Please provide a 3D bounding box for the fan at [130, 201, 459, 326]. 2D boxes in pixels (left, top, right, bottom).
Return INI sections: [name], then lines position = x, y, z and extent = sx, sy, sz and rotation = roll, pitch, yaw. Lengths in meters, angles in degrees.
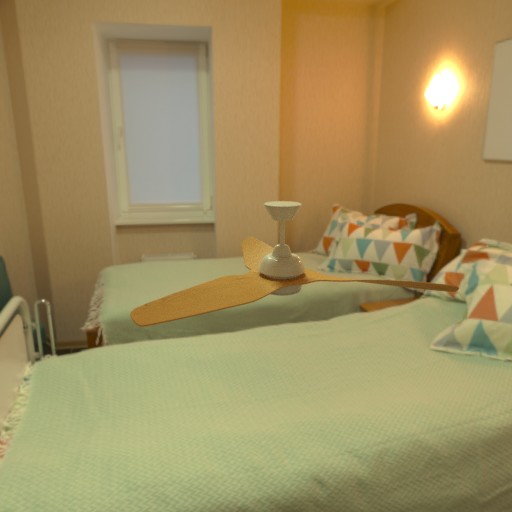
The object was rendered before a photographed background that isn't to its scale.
[fan]
position = 0.000, 0.000, 1.633
extent = 1.142, 0.355, 1.010
rotation = 14, 20, 43
